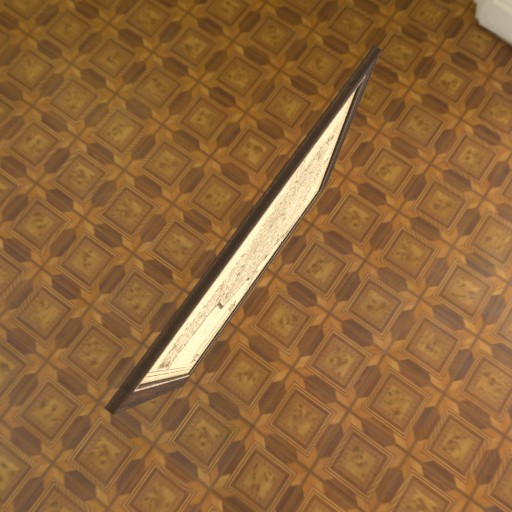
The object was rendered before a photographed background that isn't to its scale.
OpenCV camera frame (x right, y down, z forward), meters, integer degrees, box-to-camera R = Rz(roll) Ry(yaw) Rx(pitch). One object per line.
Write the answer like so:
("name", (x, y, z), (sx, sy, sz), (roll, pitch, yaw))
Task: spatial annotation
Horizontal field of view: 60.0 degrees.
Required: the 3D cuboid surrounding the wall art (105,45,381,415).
("wall art", (0.000, 0.000, 1.415), (0.023, 0.875, 1.033), (34, 79, 7))
